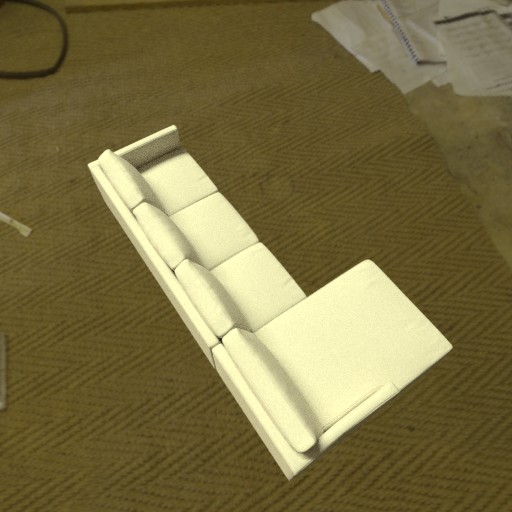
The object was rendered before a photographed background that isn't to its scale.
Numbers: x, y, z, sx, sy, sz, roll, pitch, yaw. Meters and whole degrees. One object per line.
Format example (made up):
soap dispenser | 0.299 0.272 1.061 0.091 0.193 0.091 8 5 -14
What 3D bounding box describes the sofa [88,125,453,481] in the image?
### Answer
sofa | 0.000 0.000 3.904 1.625 0.846 3.186 -31 64 -17
